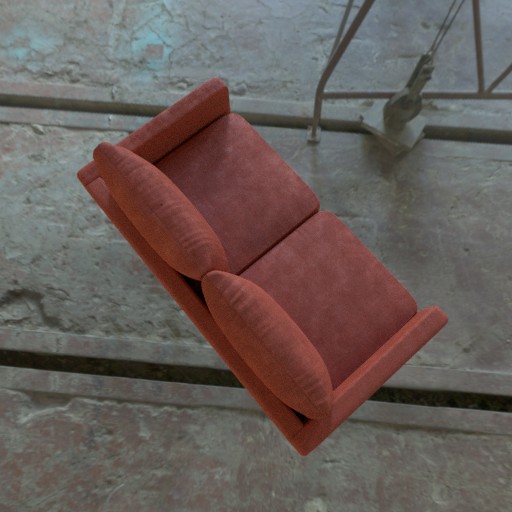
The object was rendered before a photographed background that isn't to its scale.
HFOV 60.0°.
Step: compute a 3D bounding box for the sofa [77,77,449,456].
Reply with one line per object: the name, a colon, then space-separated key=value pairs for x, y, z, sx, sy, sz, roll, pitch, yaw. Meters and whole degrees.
sofa: x=0.000 y=0.000 z=2.141 sx=0.864 sy=0.896 sz=1.574 roll=-39 pitch=78 yaw=-10
